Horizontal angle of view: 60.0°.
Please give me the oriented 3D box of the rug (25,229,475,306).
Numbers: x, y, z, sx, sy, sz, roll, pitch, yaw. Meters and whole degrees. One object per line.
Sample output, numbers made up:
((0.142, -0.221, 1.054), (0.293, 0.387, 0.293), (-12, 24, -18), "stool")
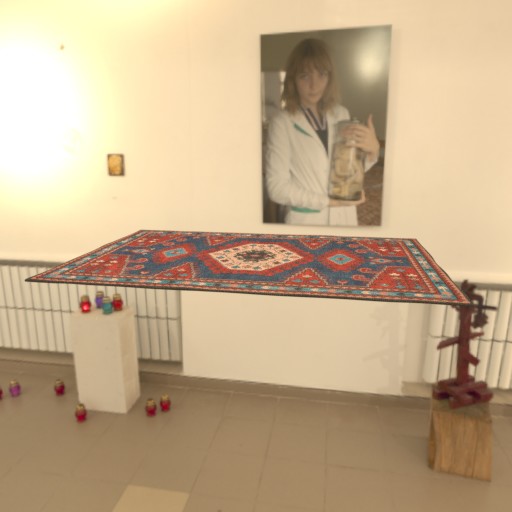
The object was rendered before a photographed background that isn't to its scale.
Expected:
((0.000, 0.000, 2.330), (1.820, 0.012, 1.207), (2, 14, 9), "rug")
